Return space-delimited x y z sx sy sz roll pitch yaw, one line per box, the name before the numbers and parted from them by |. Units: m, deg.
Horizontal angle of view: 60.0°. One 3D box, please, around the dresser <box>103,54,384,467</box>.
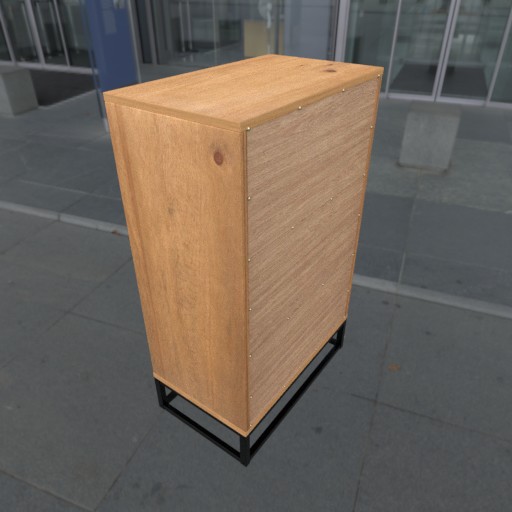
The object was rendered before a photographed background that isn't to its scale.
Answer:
dresser | 0.000 0.000 1.631 0.479 1.240 0.761 22 39 30
